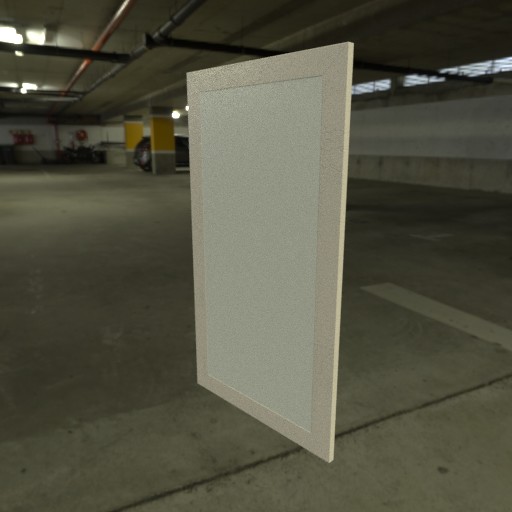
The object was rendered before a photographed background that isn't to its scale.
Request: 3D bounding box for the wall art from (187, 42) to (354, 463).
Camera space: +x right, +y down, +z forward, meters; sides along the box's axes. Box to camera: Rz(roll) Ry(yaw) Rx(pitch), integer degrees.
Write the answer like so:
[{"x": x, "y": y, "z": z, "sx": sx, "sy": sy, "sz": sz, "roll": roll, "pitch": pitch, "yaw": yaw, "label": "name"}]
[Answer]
[{"x": 0.000, "y": 0.000, "z": 0.834, "sx": 0.013, "sy": 0.683, "sz": 0.380, "roll": -13, "pitch": 19, "yaw": -43, "label": "wall art"}]
